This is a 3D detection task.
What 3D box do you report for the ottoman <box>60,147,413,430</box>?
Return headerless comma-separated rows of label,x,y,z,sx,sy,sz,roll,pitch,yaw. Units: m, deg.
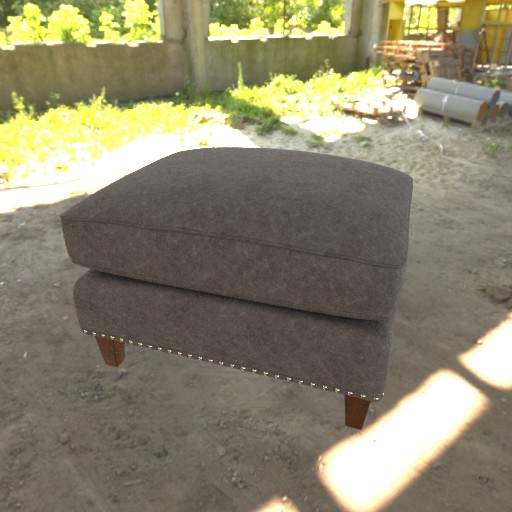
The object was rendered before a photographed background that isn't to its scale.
ottoman,0.000,0.000,1.182,0.741,0.513,0.584,9,28,17
